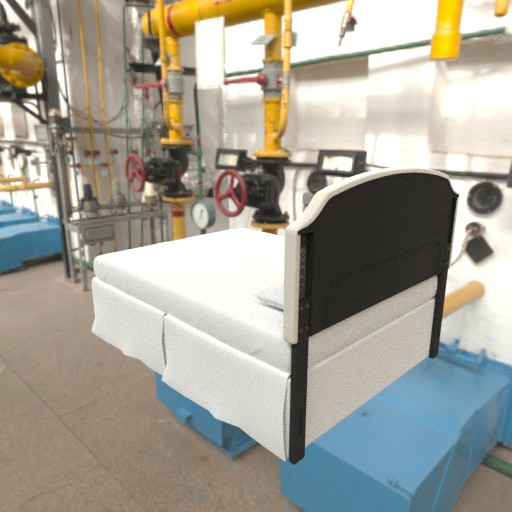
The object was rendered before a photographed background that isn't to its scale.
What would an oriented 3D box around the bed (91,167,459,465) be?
[{"bbox_3d":[0.000,0.000,2.988,1.558,1.270,1.999,-15,21,-42],"label":"bed"}]
